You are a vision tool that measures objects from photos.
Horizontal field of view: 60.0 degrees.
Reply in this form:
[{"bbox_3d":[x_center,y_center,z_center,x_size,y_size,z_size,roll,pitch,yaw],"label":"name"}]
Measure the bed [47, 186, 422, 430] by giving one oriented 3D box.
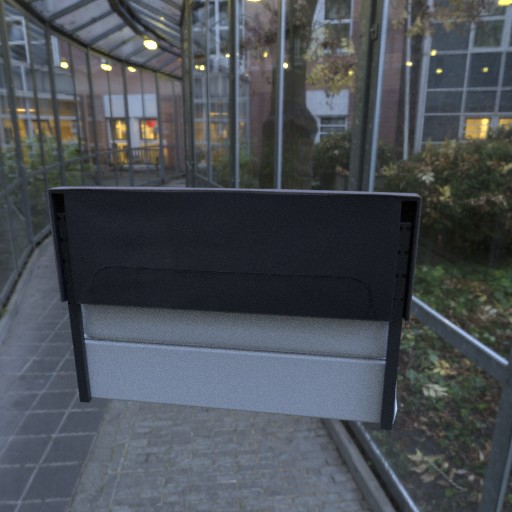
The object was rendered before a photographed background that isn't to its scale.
[{"bbox_3d":[0.000,0.000,2.855,1.610,1.089,1.894,2,16,8],"label":"bed"}]
